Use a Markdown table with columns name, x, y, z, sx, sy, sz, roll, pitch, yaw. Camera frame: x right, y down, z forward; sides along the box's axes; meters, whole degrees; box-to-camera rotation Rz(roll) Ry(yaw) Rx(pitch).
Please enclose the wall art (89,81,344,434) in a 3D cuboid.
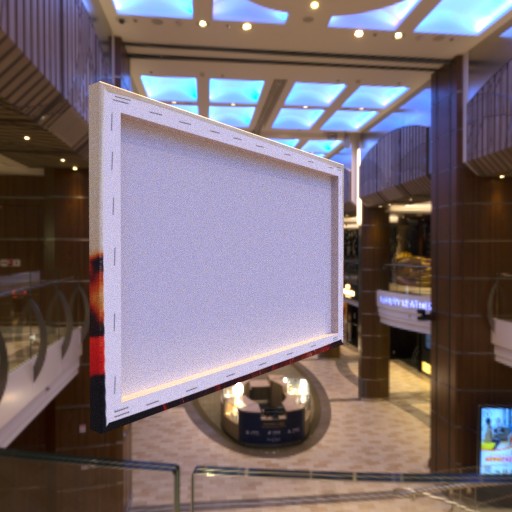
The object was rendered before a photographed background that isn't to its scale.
| name | x | y | z | sx | sy | sz | roll | pitch | yaw |
| --- | --- | --- | --- | --- | --- | --- | --- | --- | --- |
| wall art | 0.000 | 0.000 | 1.129 | 0.038 | 0.602 | 0.918 | 0 | 1 | 37 |
